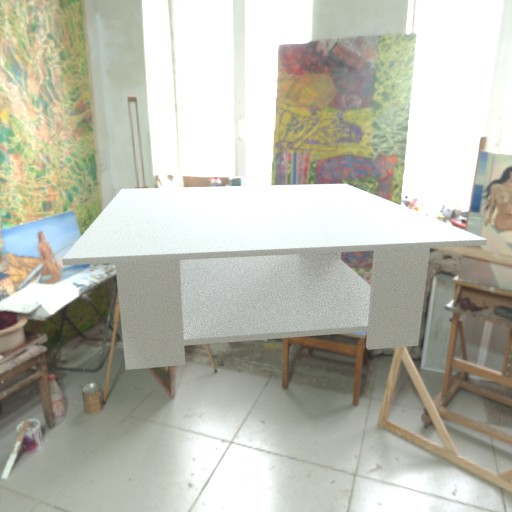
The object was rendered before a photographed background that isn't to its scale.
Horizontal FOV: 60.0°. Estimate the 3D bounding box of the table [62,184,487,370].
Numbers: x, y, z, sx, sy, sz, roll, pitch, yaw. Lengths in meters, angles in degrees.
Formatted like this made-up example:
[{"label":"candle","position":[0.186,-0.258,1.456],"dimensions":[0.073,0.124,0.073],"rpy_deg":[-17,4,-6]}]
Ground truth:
[{"label":"table","position":[0.000,0.000,1.374],"dimensions":[0.890,0.305,0.890],"rpy_deg":[-3,17,-9]}]
